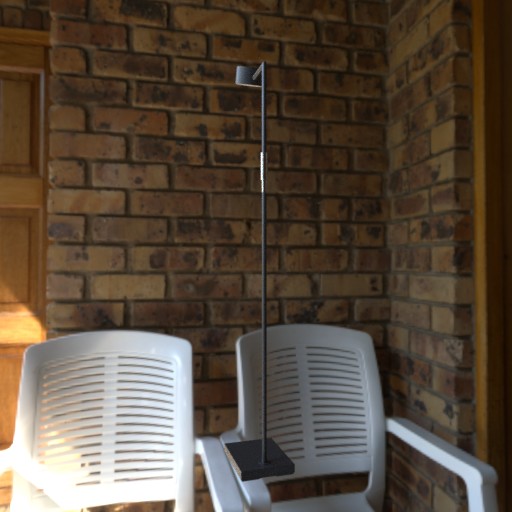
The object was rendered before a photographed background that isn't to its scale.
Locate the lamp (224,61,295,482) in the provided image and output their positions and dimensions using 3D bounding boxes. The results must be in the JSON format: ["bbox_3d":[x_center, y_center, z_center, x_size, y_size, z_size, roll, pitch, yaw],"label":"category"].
[{"bbox_3d":[0.000,0.000,1.748,0.203,1.600,0.304,0,-1,-17],"label":"lamp"}]
